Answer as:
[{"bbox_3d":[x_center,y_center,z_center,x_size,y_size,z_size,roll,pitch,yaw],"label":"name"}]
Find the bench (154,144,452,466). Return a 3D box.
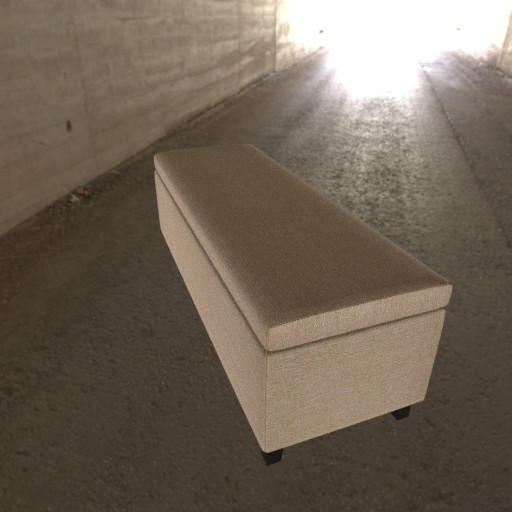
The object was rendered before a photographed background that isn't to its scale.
[{"bbox_3d":[0.000,0.000,1.486,0.446,0.438,1.269,-11,30,-18],"label":"bench"}]
